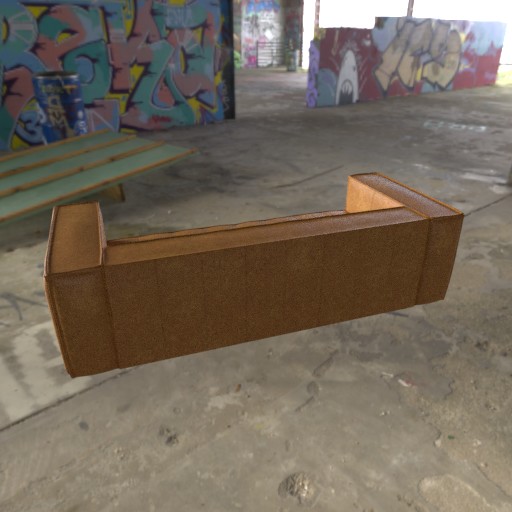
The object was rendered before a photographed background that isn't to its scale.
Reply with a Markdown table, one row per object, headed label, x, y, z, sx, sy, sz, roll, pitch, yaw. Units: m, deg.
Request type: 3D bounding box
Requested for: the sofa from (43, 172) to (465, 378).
| label | x | y | z | sx | sy | sz | roll | pitch | yaw |
| --- | --- | --- | --- | --- | --- | --- | --- | --- | --- |
| sofa | 0.000 | 0.000 | 3.084 | 2.581 | 0.701 | 1.102 | -9 | 28 | -17 |
